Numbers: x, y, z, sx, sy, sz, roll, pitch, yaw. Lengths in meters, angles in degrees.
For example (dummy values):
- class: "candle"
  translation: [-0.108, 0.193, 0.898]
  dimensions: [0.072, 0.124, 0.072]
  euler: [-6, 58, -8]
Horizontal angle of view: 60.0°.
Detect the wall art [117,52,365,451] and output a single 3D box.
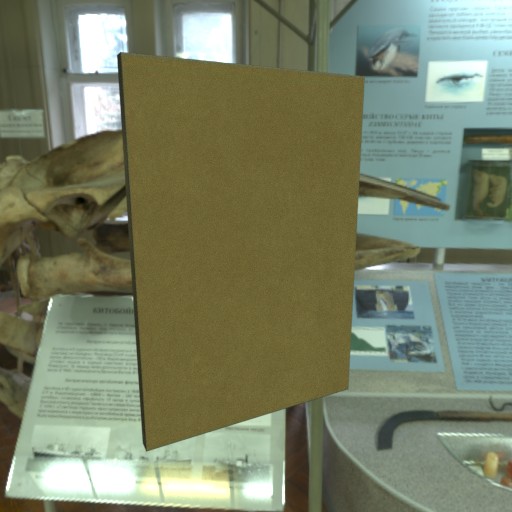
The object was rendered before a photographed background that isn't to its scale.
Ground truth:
- class: "wall art"
  translation: [0.000, 0.000, 0.572]
  dimensions: [0.314, 0.455, 0.019]
  euler: [-7, 15, -27]
